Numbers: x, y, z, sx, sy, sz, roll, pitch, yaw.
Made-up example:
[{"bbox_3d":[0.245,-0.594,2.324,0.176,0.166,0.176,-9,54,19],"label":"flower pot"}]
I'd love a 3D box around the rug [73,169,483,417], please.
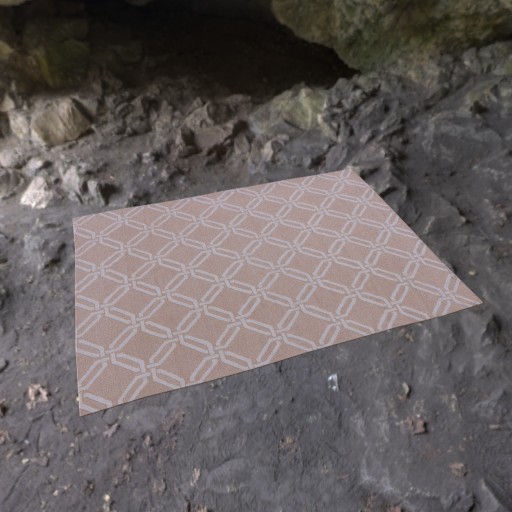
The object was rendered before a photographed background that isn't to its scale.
[{"bbox_3d":[0.000,0.000,4.290,3.365,0.020,2.452,-12,42,-14],"label":"rug"}]
